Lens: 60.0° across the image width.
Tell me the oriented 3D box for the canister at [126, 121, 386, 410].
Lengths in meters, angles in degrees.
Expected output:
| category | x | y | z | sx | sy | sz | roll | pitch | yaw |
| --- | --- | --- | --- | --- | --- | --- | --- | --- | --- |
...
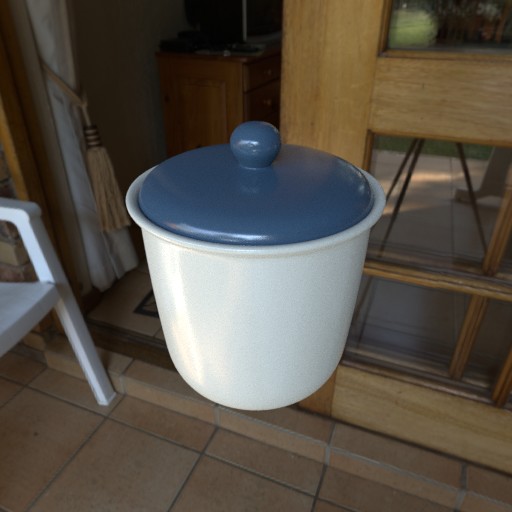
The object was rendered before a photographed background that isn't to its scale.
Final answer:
| category | x | y | z | sx | sy | sz | roll | pitch | yaw |
| --- | --- | --- | --- | --- | --- | --- | --- | --- | --- |
| canister | 0.000 | 0.000 | 0.349 | 0.182 | 0.208 | 0.182 | 0 | 31 | 0 |
